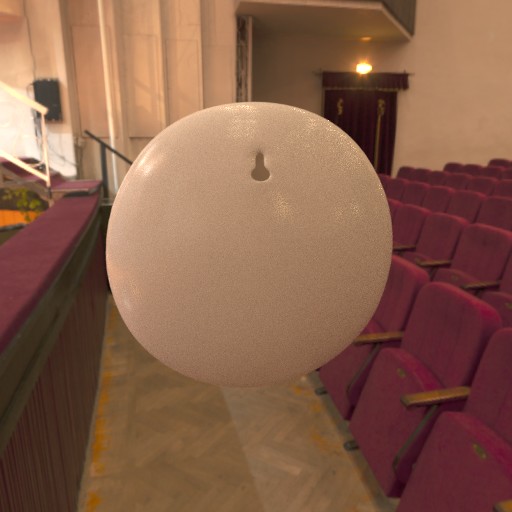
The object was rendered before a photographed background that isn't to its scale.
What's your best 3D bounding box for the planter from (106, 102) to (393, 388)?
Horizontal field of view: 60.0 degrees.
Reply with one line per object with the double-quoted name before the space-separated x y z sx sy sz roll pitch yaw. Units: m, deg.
"planter" 0.000 0.000 0.285 0.185 0.188 0.043 -2 15 -9
